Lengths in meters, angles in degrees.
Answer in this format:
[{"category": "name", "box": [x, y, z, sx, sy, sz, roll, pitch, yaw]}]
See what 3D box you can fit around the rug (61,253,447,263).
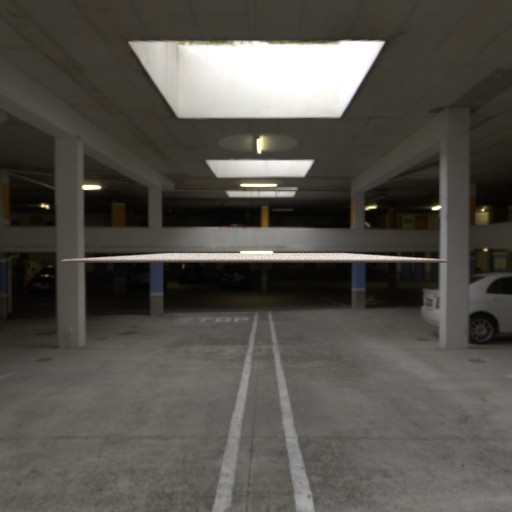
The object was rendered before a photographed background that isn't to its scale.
[{"category": "rug", "box": [0.000, 0.000, 2.779, 1.517, 0.013, 2.115, 0, 1, 1]}]
